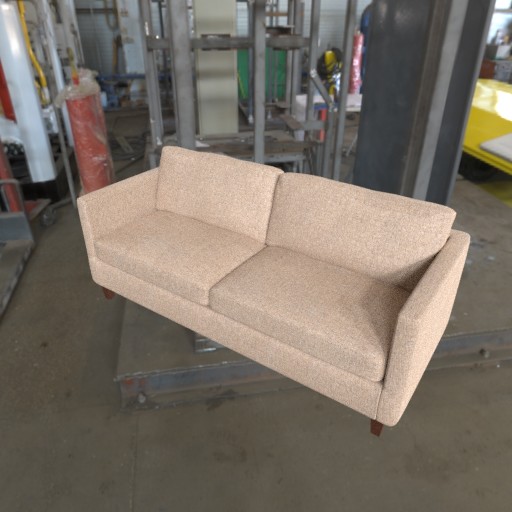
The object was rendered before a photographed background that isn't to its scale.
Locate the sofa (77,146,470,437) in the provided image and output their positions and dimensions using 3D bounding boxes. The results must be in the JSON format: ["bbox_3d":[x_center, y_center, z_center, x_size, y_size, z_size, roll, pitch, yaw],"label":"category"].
[{"bbox_3d":[0.000,0.000,2.733,2.208,0.965,0.951,19,35,29],"label":"sofa"}]
